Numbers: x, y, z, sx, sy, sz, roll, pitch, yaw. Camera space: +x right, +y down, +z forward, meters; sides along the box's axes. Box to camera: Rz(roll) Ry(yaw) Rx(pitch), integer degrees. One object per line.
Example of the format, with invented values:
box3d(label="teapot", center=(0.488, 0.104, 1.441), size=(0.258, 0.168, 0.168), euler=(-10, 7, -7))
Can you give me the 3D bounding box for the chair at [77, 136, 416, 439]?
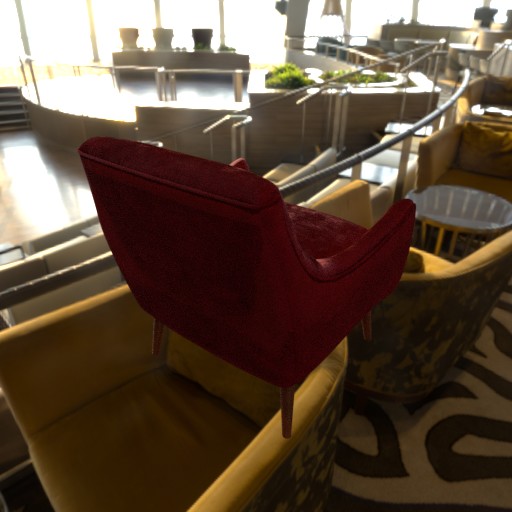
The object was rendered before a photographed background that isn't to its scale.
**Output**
box3d(label="chair", center=(0.000, 0.000, 1.449), size=(0.762, 0.838, 0.787), euler=(21, 36, 32))
